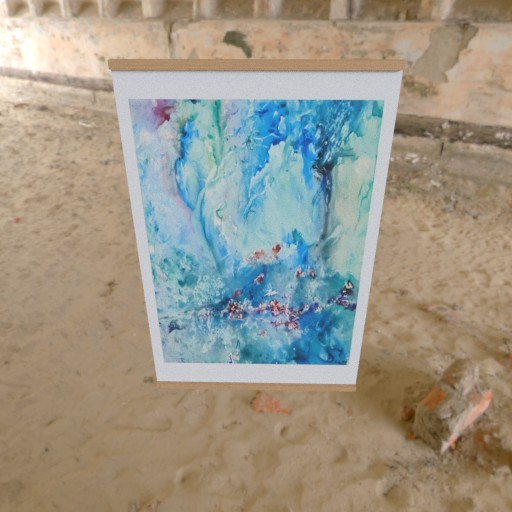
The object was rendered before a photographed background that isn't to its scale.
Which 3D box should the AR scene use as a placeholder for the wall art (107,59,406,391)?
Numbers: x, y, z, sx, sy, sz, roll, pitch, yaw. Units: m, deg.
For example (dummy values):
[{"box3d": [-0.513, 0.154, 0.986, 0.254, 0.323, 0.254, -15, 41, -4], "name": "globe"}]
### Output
[{"box3d": [0.000, 0.000, 1.857, 0.991, 1.510, 0.040, 1, 29, 1], "name": "wall art"}]
